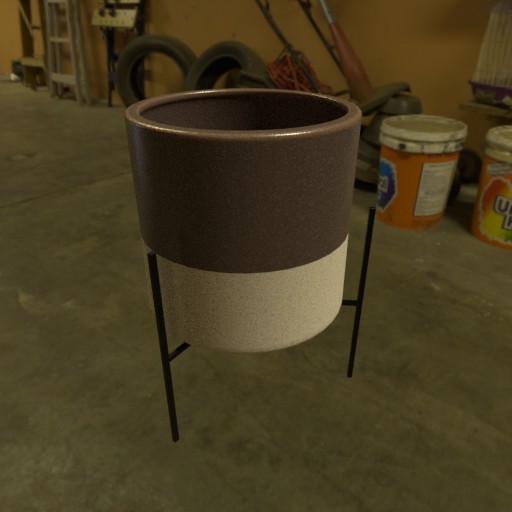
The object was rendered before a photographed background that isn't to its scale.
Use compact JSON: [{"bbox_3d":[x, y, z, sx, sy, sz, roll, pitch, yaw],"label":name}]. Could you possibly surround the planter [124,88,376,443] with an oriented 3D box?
[{"bbox_3d":[0.000,0.000,0.535,0.260,0.353,0.250,-1,29,-1],"label":"planter"}]
